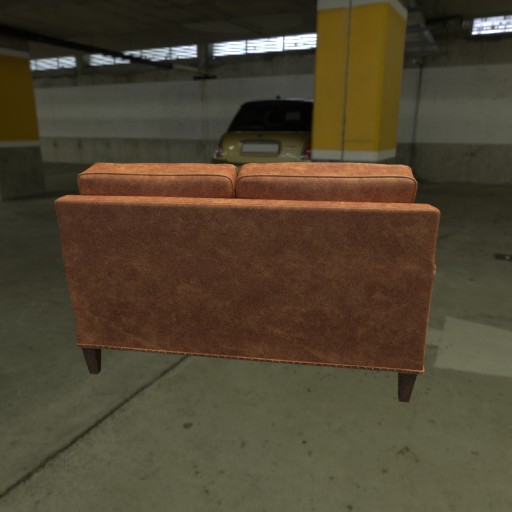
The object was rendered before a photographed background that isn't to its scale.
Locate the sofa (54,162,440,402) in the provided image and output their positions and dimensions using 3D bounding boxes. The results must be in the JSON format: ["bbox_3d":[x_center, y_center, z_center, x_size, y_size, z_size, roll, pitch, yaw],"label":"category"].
[{"bbox_3d":[0.000,0.000,2.286,1.597,1.003,1.084,3,16,9],"label":"sofa"}]
